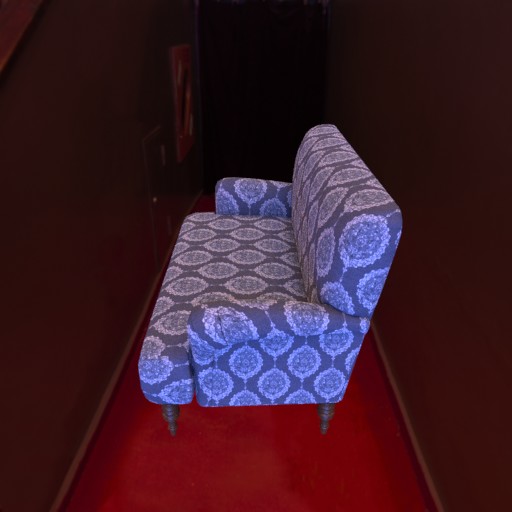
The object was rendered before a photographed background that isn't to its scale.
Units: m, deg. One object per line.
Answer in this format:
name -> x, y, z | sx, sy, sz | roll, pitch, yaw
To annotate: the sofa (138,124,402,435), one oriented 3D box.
sofa -> 0.000, 0.000, 1.865 | 0.779, 0.867, 1.297 | 0, 28, -1
